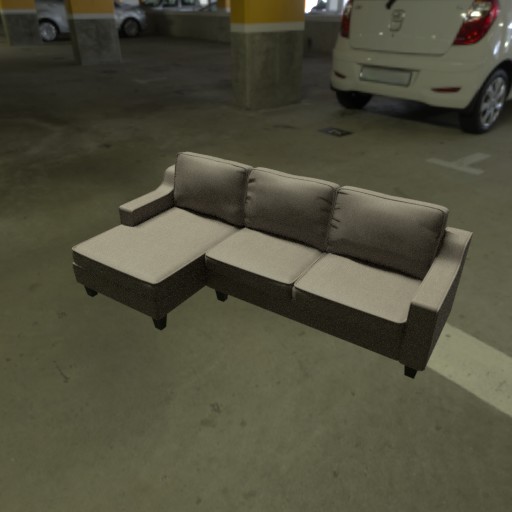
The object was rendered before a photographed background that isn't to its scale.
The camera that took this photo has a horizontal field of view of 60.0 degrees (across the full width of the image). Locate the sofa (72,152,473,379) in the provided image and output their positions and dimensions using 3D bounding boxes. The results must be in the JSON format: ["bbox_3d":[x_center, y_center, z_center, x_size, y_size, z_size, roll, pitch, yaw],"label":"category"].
[{"bbox_3d":[0.000,0.000,3.177,2.561,0.928,1.294,18,35,28],"label":"sofa"}]
